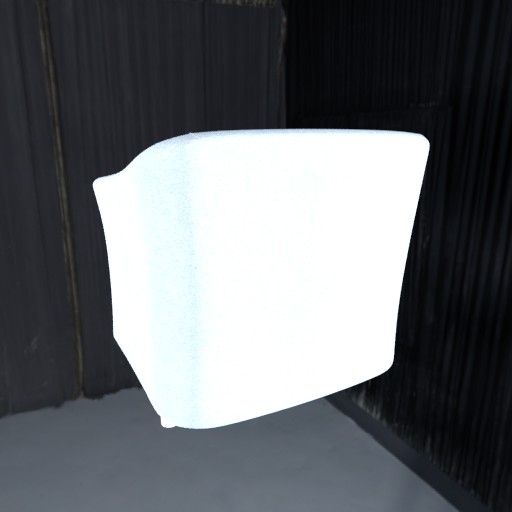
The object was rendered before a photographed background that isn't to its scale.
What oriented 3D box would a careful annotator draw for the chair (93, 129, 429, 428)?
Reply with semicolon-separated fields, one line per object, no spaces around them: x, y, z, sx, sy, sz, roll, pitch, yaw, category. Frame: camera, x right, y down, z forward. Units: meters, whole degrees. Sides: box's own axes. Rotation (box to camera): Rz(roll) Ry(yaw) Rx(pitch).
0.000;0.000;1.322;0.790;0.720;0.700;-8;17;-27;chair
